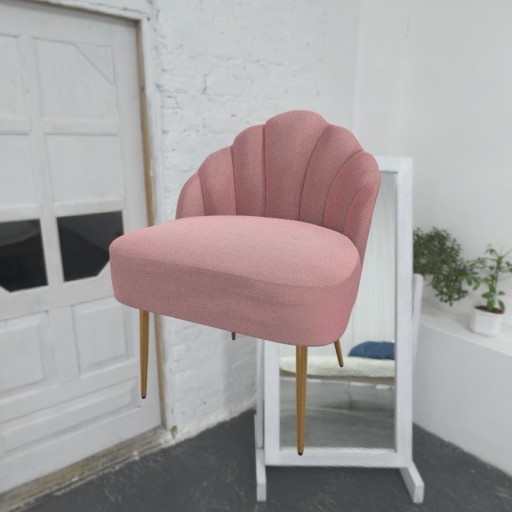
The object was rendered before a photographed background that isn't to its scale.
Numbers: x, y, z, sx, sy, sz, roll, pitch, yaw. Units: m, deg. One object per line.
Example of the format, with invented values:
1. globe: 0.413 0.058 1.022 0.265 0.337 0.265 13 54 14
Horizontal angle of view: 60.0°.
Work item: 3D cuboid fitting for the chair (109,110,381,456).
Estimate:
1. chair: 0.000 0.000 1.279 0.657 0.819 0.599 8 18 27
